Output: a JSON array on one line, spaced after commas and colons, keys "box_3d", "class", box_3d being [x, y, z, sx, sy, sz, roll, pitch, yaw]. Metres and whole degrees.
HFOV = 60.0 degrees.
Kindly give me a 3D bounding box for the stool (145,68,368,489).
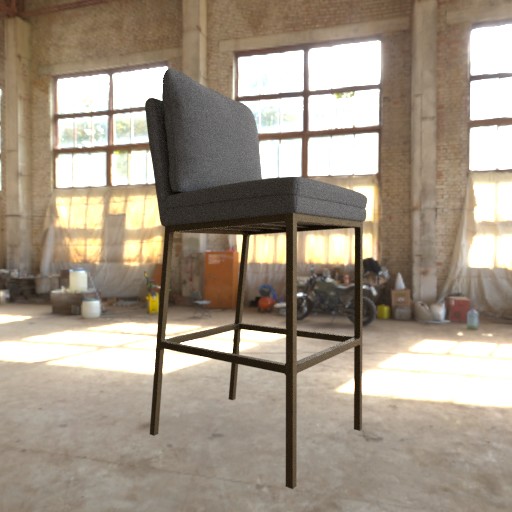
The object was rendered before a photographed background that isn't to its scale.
[{"box_3d": [0.000, 0.000, 1.413, 0.569, 1.132, 0.463, 1, 1, 35], "class": "stool"}]
